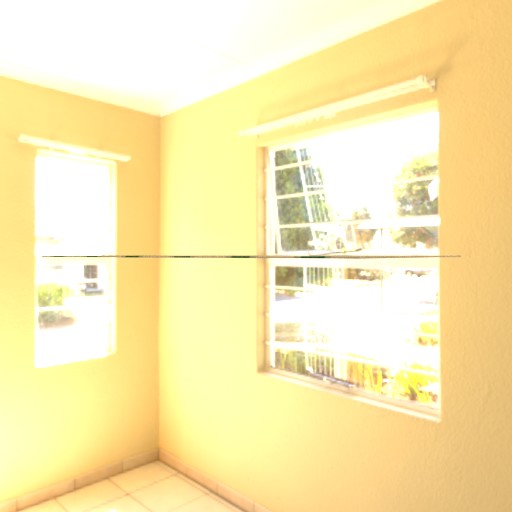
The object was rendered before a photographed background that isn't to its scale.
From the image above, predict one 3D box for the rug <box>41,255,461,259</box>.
[{"bbox_3d":[0.000,0.000,4.102,3.041,0.019,2.434,0,0,36],"label":"rug"}]
